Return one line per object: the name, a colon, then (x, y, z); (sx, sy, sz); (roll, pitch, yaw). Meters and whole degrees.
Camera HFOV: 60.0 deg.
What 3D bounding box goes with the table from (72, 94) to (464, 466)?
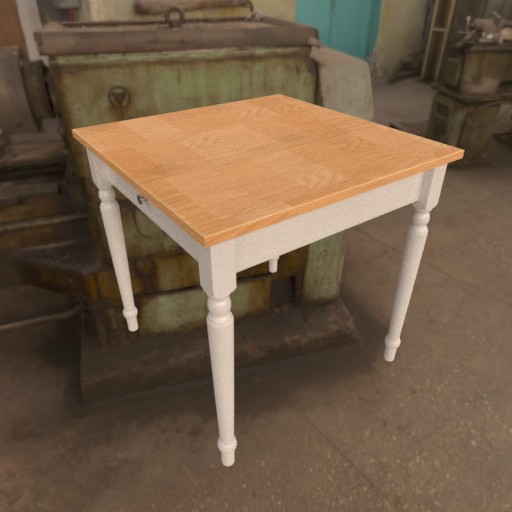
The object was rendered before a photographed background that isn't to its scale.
table: (0.000, 0.000, 1.377); (0.747, 0.738, 0.747); (-21, 38, -29)
